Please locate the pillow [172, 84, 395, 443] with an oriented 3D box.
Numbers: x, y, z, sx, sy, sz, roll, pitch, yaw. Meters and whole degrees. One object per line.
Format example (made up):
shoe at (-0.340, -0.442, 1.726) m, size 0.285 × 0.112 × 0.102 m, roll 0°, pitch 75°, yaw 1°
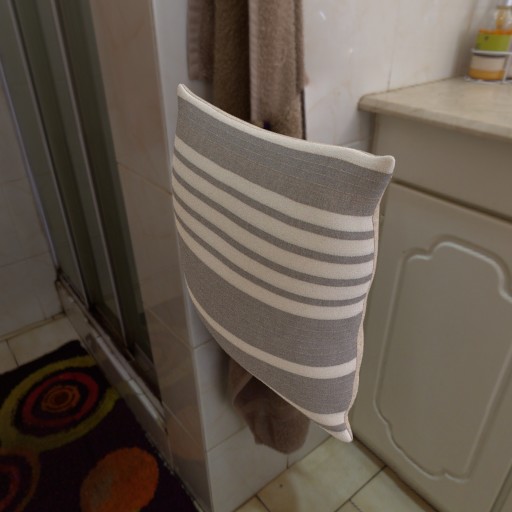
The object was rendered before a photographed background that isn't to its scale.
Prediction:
pillow at (0.000, 0.000, 0.676) m, size 0.182 × 0.440 × 0.439 m, roll -21°, pitch 37°, yaw -31°
